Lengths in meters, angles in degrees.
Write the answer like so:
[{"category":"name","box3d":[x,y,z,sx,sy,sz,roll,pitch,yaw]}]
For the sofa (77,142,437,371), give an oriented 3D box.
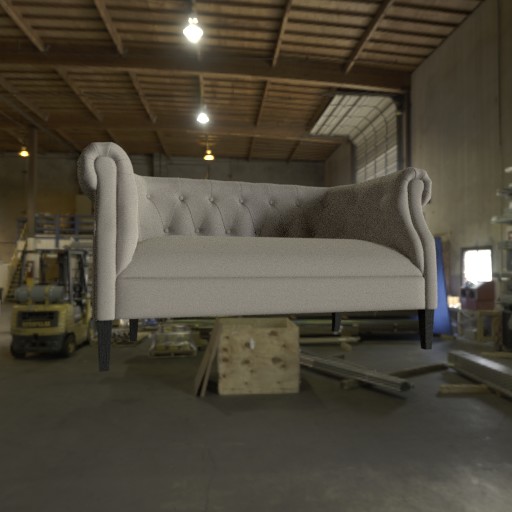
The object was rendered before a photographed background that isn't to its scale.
[{"category":"sofa","box3d":[0.000,0.000,2.103,1.558,0.827,0.835,1,-2,-18]}]
